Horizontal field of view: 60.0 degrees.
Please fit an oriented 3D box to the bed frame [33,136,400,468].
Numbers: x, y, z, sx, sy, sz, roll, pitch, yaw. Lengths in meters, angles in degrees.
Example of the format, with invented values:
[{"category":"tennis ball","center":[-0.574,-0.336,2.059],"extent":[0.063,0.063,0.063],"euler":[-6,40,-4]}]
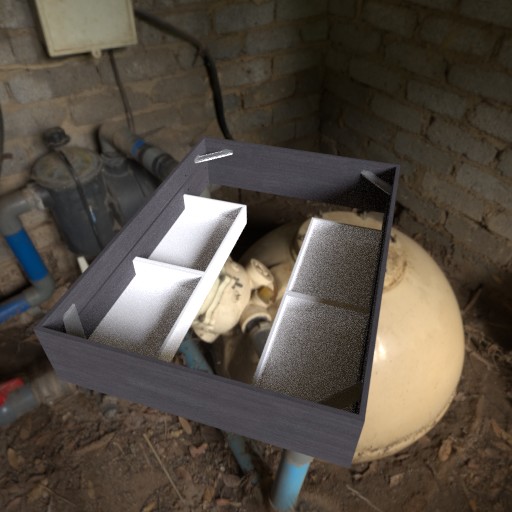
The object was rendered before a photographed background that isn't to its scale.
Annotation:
[{"category":"bed frame","center":[0.000,0.000,2.616],"extent":[1.448,0.459,1.944],"euler":[12,43,13]}]
